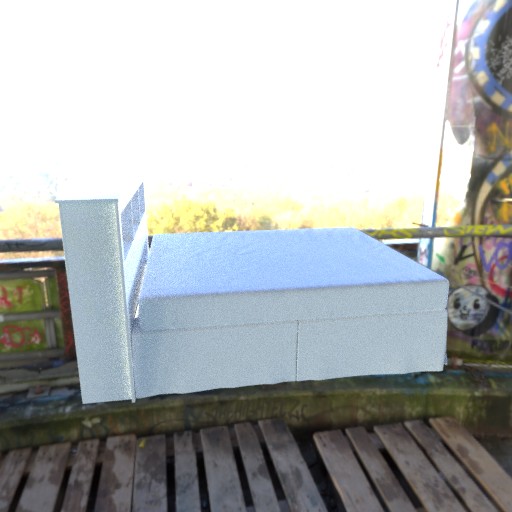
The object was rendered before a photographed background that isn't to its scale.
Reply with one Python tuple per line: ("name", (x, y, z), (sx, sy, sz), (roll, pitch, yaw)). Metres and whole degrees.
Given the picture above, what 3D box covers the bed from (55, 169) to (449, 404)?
("bed", (0.000, 0.000, 3.116), (2.133, 1.092, 1.671), (-3, 16, -9))
